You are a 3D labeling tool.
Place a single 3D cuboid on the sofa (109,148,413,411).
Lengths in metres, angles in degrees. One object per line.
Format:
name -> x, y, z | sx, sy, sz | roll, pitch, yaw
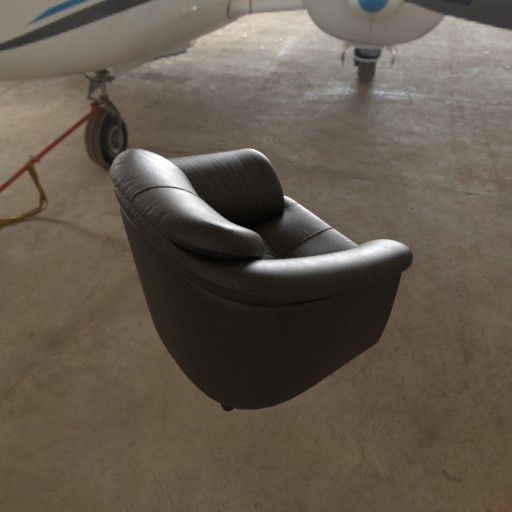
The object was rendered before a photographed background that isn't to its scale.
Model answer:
sofa -> 0.000, 0.000, 1.554 | 0.794, 0.811, 0.870 | -26, 47, -27
